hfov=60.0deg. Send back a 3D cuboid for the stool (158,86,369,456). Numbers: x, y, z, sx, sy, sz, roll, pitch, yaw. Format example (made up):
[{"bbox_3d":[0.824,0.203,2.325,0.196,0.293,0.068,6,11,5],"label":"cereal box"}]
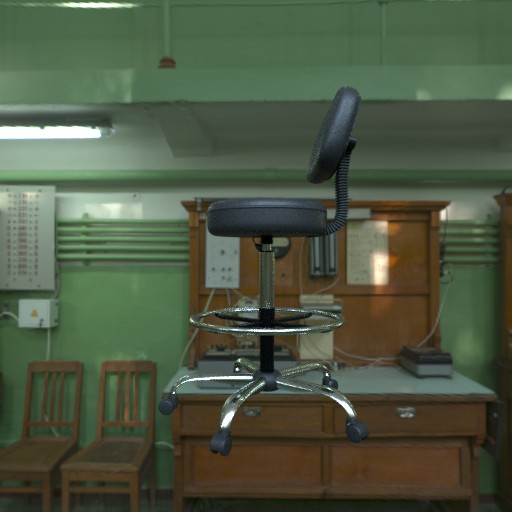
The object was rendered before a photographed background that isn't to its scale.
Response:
[{"bbox_3d":[0.000,0.000,1.510,0.658,1.069,0.694,0,0,0],"label":"stool"}]
